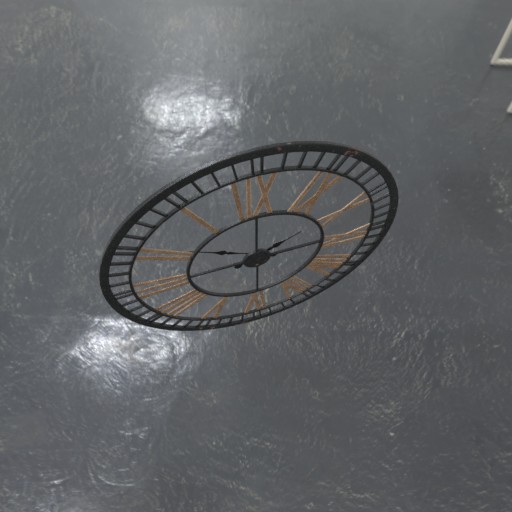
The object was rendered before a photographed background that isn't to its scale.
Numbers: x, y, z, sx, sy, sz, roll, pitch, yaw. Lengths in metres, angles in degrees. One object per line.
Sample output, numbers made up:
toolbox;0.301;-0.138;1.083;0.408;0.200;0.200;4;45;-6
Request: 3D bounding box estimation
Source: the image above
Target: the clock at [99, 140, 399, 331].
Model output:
clock;0.000;0.000;1.251;0.843;0.843;0.025;-15;60;-9
